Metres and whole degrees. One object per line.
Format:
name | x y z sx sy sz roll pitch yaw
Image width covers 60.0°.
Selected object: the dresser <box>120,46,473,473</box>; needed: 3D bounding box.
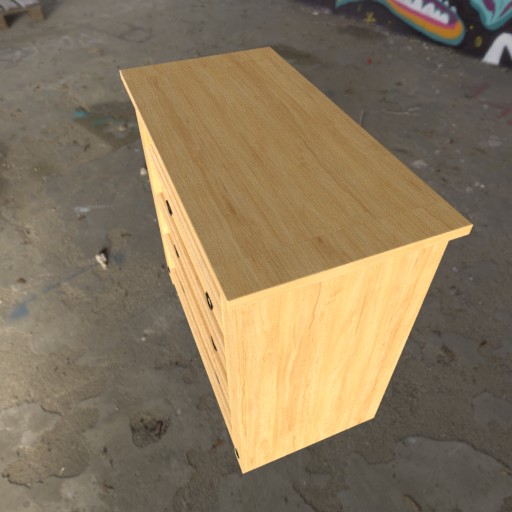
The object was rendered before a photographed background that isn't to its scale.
dresser | 0.000 0.000 1.160 0.410 0.730 0.800 -16 47 -15
